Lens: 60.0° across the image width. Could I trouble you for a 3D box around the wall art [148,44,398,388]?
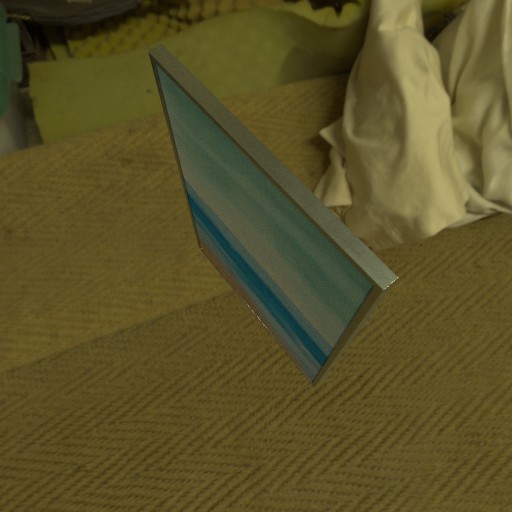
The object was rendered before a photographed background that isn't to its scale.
[{"bbox_3d":[0.000,0.000,1.434,0.041,1.062,0.803,-36,69,-16],"label":"wall art"}]
